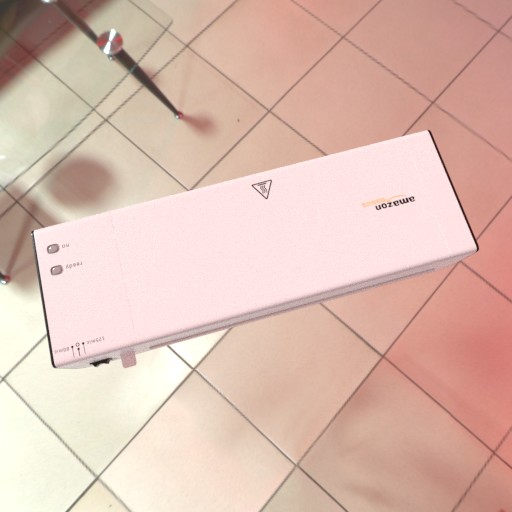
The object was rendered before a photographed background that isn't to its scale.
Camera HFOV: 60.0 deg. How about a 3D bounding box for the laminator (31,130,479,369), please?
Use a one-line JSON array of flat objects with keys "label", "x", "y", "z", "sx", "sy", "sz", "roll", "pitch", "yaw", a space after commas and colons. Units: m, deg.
[{"label": "laminator", "x": 0.000, "y": 0.000, "z": 0.380, "sx": 0.340, "sy": 0.062, "sz": 0.123, "roll": -15, "pitch": 76, "yaw": -4}]
